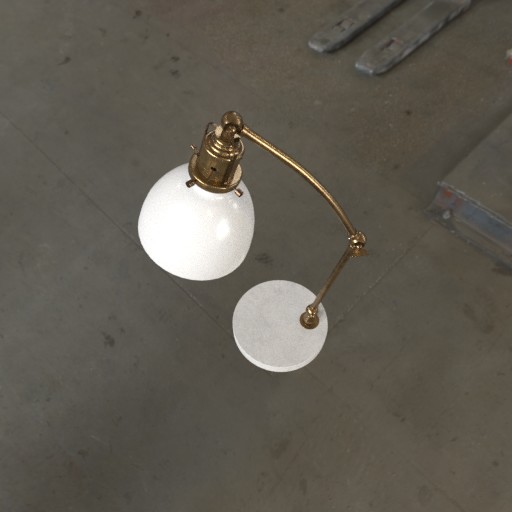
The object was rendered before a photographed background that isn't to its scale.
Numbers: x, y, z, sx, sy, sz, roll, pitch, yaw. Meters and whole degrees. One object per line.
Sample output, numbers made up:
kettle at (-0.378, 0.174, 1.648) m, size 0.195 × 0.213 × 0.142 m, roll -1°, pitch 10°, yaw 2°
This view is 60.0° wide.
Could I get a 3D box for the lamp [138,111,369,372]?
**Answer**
lamp at (0.000, 0.000, 0.668) m, size 0.317 × 0.522 × 0.186 m, roll 0°, pitch 57°, yaw 0°
